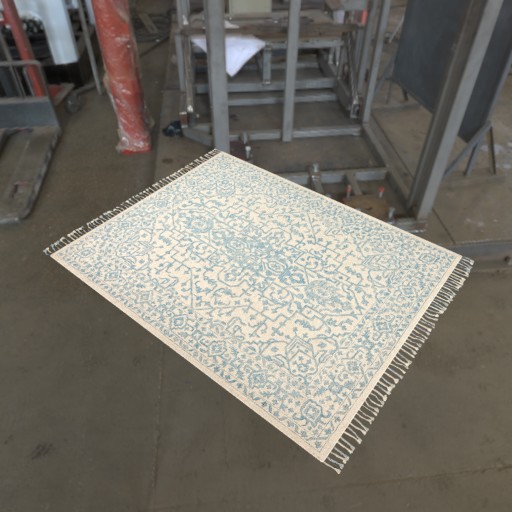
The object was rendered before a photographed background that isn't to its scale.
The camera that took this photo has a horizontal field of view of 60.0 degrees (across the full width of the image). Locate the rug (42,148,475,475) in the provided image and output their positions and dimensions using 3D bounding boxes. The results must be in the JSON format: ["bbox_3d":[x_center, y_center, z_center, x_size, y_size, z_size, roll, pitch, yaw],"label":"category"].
[{"bbox_3d":[0.000,0.000,4.195,3.327,0.010,2.464,29,51,27],"label":"rug"}]
